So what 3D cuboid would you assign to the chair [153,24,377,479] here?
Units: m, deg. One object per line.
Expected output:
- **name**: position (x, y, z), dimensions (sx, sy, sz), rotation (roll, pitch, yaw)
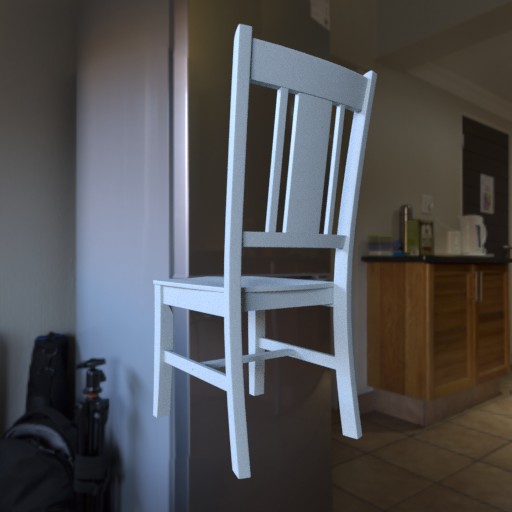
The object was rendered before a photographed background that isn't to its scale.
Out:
- **chair**: position (0.000, 0.000, 1.286), dimensions (0.450, 0.998, 0.555), rotation (0, 0, -36)
